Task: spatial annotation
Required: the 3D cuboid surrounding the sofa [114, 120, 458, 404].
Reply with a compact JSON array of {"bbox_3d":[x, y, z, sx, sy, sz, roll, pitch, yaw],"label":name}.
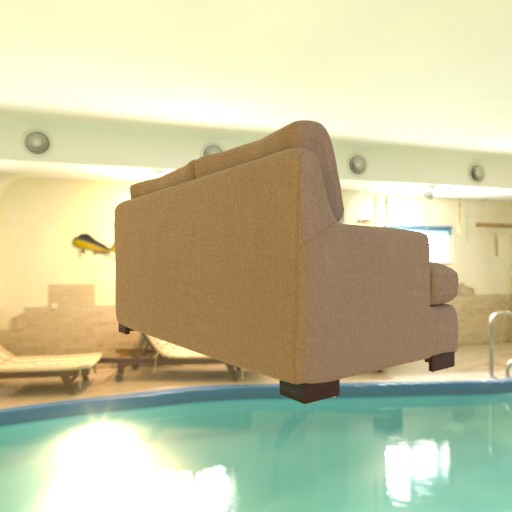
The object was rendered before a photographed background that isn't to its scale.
[{"bbox_3d":[0.000,0.000,2.414,0.962,0.980,1.855,0,-1,-36],"label":"sofa"}]
